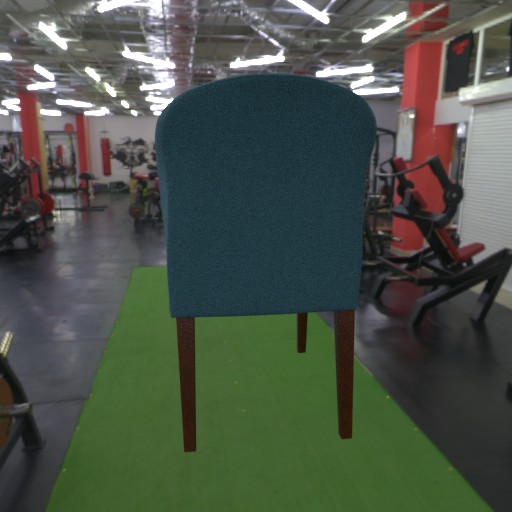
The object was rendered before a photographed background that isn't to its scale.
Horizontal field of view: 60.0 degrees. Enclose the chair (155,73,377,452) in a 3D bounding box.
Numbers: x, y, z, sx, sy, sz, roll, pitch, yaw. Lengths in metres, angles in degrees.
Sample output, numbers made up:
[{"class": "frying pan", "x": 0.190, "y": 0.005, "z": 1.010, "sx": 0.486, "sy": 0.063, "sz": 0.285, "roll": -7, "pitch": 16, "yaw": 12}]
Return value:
[{"class": "chair", "x": 0.000, "y": 0.000, "z": 1.268, "sx": 0.507, "sy": 0.879, "sz": 0.620, "roll": -2, "pitch": 13, "yaw": -7}]
